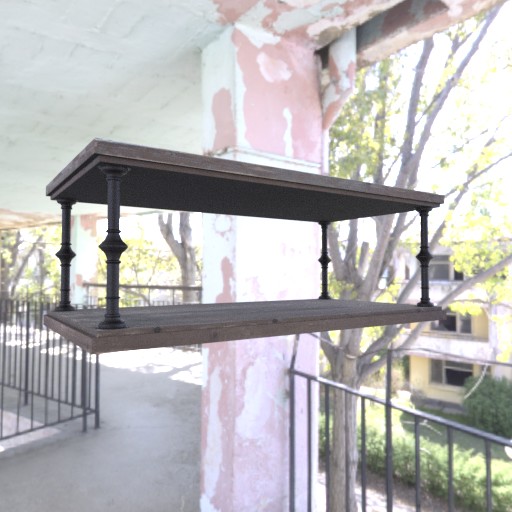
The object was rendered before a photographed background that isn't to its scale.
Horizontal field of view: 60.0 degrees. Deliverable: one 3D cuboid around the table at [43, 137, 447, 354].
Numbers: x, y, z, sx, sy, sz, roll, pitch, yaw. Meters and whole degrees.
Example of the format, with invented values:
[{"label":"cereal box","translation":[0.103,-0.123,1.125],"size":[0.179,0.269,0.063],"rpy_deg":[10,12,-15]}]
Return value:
[{"label":"table","translation":[0.000,0.000,1.344],"size":[1.088,0.399,0.554],"rpy_deg":[1,-3,-34]}]
